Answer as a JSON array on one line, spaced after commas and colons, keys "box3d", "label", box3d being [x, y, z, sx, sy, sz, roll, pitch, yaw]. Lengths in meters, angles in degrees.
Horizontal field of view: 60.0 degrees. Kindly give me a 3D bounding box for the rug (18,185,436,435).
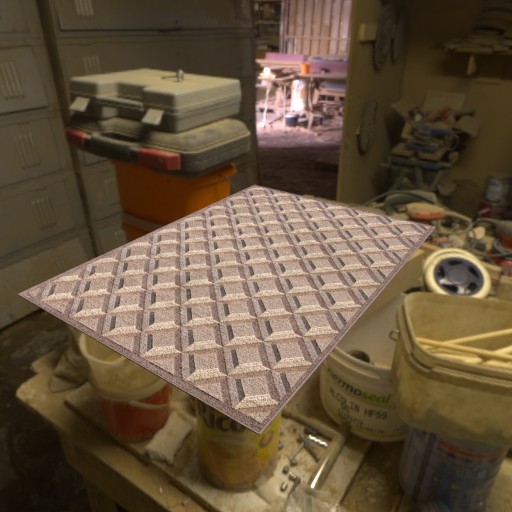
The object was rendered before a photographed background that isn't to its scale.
[{"box3d": [0.000, 0.000, 4.149, 2.382, 0.018, 3.294, 18, 33, 31], "label": "rug"}]
